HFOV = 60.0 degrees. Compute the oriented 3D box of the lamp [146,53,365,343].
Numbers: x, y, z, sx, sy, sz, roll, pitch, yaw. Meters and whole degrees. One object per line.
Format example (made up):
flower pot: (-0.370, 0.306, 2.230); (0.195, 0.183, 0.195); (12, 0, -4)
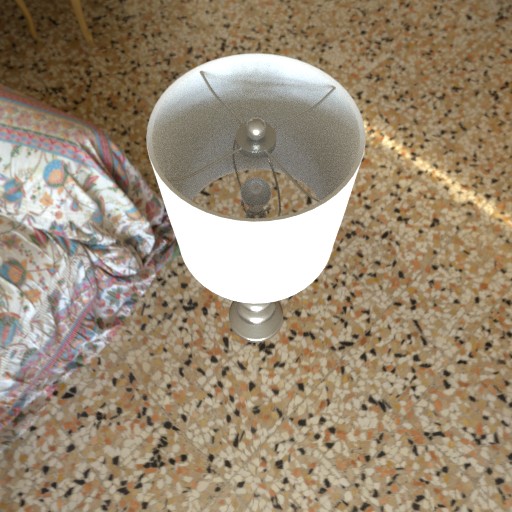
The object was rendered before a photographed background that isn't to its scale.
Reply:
lamp: (0.000, 0.000, 0.812); (0.254, 0.690, 0.254); (-33, 68, -15)
